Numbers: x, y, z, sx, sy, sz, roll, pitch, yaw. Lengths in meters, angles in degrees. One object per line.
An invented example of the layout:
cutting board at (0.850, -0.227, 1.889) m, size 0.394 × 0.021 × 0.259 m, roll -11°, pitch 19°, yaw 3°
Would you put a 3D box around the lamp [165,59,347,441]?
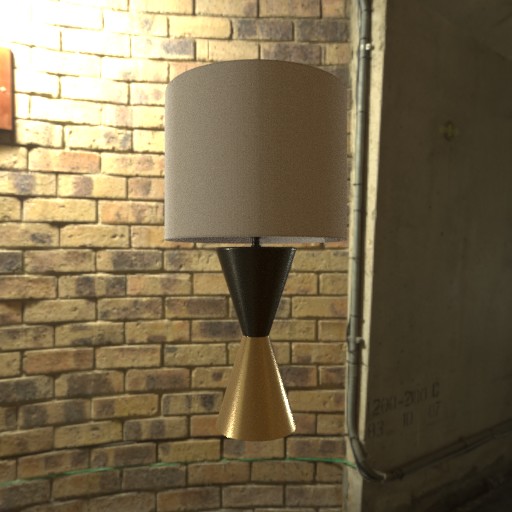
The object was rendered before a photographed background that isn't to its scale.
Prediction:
lamp at (0.000, 0.000, 0.753) m, size 0.304 × 0.573 × 0.304 m, roll 0°, pitch 0°, yaw 17°
